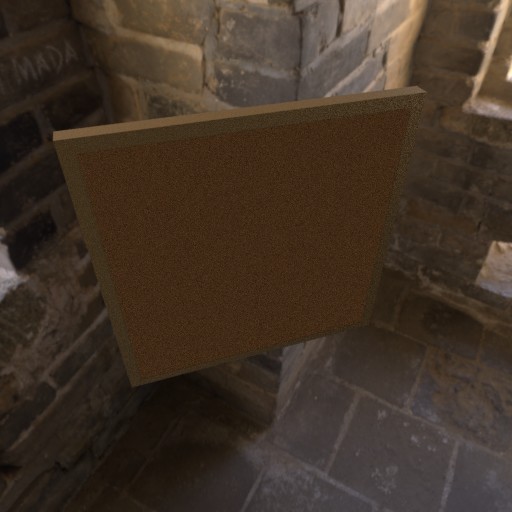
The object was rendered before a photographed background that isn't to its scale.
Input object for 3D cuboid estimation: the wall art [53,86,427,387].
[{"bbox_3d":[0.000,0.000,2.853,1.926,1.926,0.099,-12,42,-13],"label":"wall art"}]
